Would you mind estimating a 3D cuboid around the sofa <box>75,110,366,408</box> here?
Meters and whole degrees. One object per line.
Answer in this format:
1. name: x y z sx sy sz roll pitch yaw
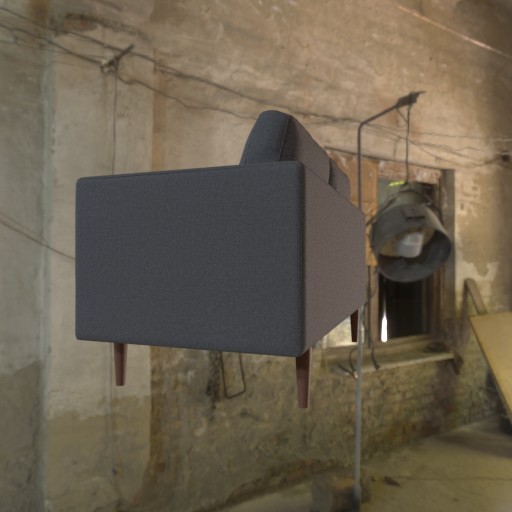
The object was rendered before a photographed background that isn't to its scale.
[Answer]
1. sofa: 0.000 0.000 1.963 0.796 0.908 1.430 0 0 20
